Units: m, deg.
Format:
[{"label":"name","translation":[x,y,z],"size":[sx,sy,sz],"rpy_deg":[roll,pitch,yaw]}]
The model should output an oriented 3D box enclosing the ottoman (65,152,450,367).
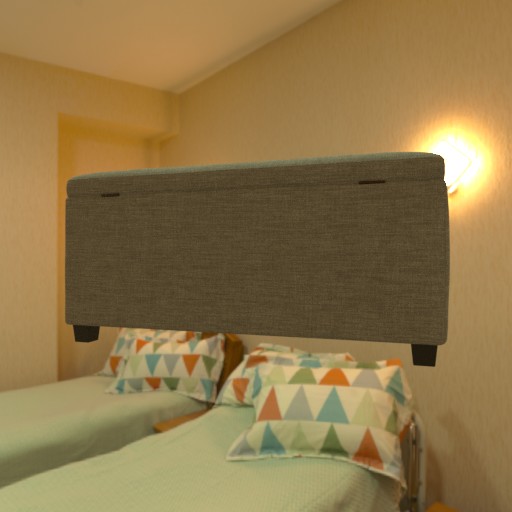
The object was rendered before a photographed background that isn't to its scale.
[{"label":"ottoman","translation":[0.000,0.000,1.156],"size":[0.902,0.432,0.419],"rpy_deg":[0,0,18]}]
